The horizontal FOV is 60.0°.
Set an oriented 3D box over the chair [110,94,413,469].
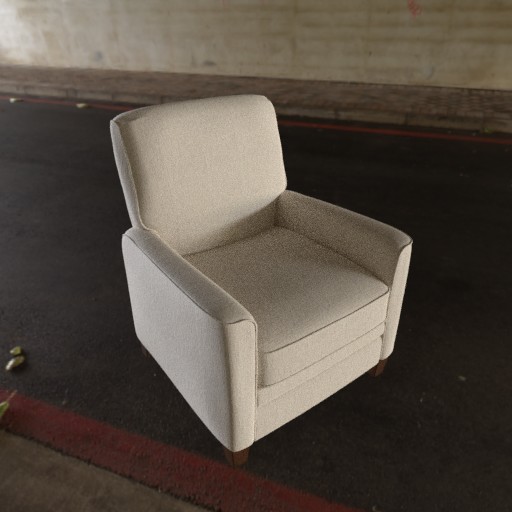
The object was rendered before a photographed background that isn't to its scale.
[{"bbox_3d":[0.000,0.000,1.664,0.841,1.028,0.858,-20,35,-32],"label":"chair"}]
